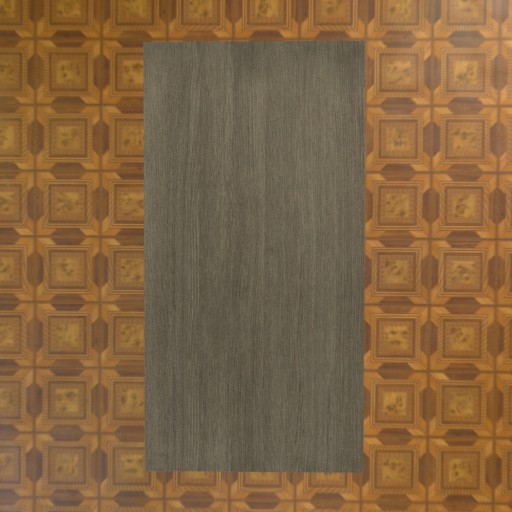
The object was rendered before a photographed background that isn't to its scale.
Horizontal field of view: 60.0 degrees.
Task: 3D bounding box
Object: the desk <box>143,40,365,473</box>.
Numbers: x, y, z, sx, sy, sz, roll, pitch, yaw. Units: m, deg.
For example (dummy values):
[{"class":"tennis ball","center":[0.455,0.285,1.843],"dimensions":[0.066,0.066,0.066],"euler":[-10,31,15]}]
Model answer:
[{"class":"desk","center":[0.000,0.000,1.495],"dimensions":[0.560,0.735,1.097],"euler":[0,91,1]}]
